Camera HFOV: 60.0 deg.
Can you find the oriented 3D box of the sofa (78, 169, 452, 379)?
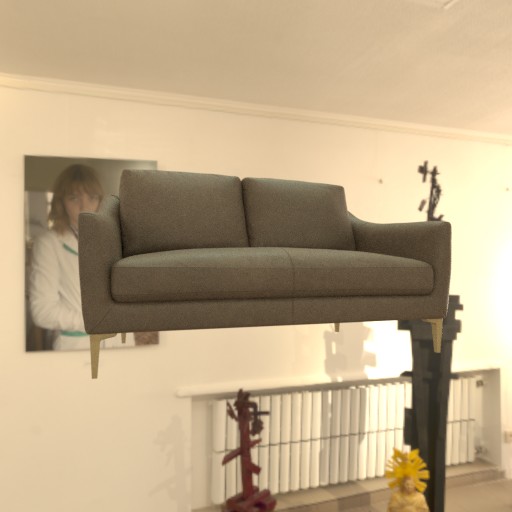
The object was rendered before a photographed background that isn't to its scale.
[{"bbox_3d":[0.000,0.000,2.228,1.619,0.902,0.960,0,-1,-19],"label":"sofa"}]
